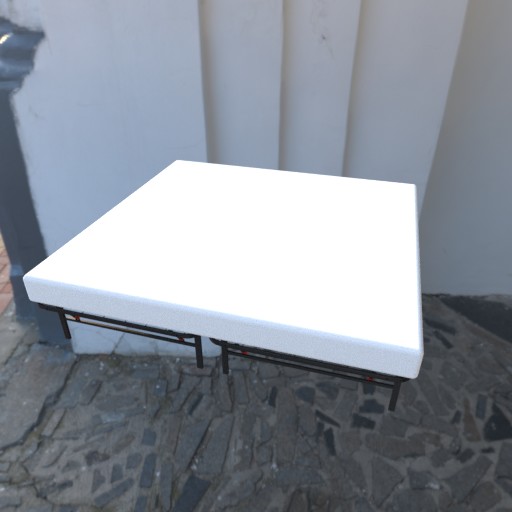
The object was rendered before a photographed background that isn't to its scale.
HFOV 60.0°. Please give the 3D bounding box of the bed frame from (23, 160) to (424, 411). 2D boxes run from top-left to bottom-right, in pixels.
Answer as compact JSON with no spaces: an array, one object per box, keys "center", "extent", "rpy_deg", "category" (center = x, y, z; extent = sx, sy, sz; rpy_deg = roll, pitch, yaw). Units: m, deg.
[{"center":[0.000,0.000,3.017],"extent":[2.033,0.525,1.935],"rpy_deg":[9,32,14],"category":"bed frame"}]
